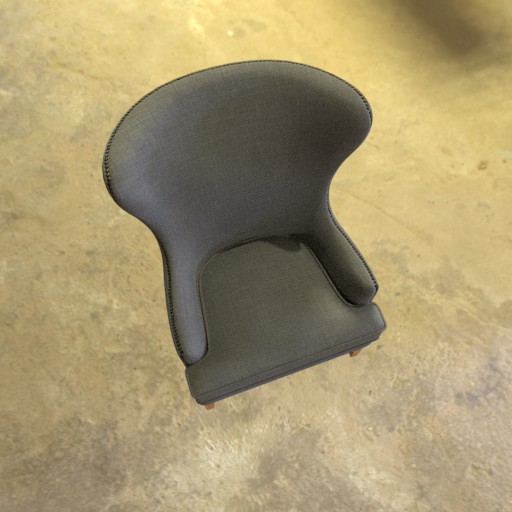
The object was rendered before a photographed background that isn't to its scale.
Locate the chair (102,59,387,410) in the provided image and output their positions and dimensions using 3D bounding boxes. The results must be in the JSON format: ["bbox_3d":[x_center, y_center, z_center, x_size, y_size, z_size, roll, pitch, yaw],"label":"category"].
[{"bbox_3d":[0.000,0.000,1.803,0.864,1.176,0.883,-18,64,-9],"label":"chair"}]
